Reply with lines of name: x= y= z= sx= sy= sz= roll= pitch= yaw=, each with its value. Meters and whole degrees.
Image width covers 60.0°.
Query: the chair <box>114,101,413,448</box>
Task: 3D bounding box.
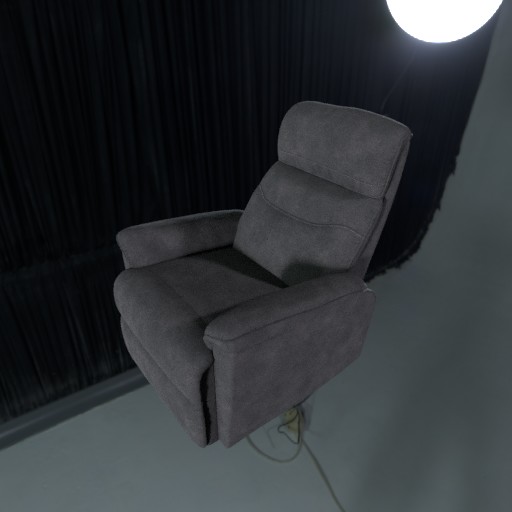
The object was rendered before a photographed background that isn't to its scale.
chair: x=0.000 y=0.000 z=1.743 sx=1.009 sy=1.035 sz=0.830 roll=-21 pitch=36 yaw=-31
